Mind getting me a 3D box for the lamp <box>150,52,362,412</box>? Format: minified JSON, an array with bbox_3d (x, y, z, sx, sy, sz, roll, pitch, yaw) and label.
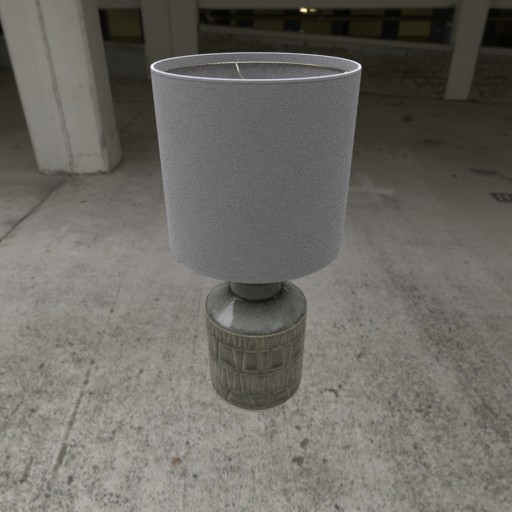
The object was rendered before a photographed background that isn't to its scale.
[{"bbox_3d":[0.000,0.000,0.566,0.211,0.455,0.211,0,30,0],"label":"lamp"}]
